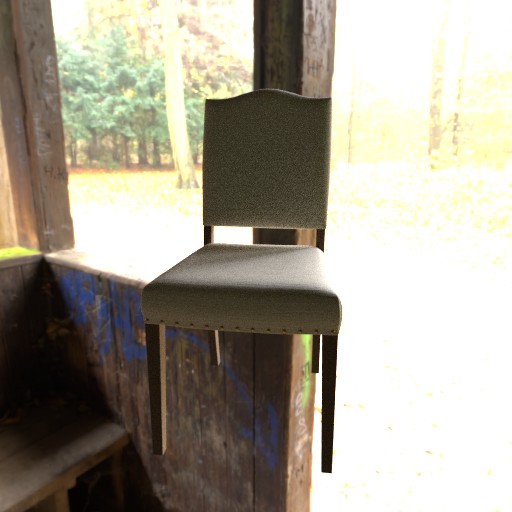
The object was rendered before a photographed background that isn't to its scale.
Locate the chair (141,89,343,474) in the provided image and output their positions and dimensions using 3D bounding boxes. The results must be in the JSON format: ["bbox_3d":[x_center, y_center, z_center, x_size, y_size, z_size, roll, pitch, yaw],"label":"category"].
[{"bbox_3d":[0.000,0.000,1.359,0.508,1.015,0.619,2,15,8],"label":"chair"}]
